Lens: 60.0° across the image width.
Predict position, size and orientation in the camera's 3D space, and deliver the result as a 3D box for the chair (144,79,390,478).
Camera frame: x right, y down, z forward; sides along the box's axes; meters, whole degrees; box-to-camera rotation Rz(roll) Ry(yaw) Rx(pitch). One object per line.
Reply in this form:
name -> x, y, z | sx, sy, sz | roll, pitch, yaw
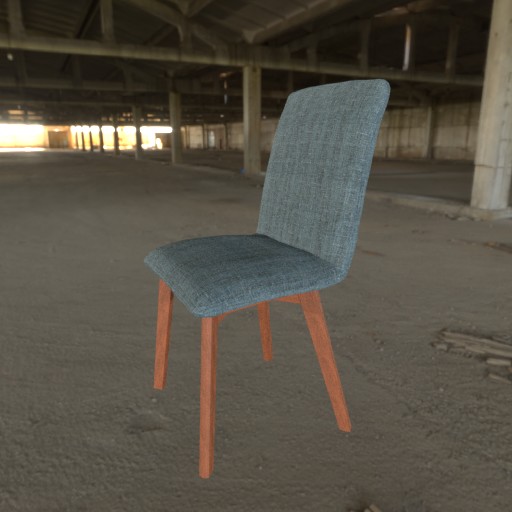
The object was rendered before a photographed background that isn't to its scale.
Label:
chair -> 0.000, 0.000, 1.304 | 0.563, 0.974, 0.522 | -7, 16, -26
